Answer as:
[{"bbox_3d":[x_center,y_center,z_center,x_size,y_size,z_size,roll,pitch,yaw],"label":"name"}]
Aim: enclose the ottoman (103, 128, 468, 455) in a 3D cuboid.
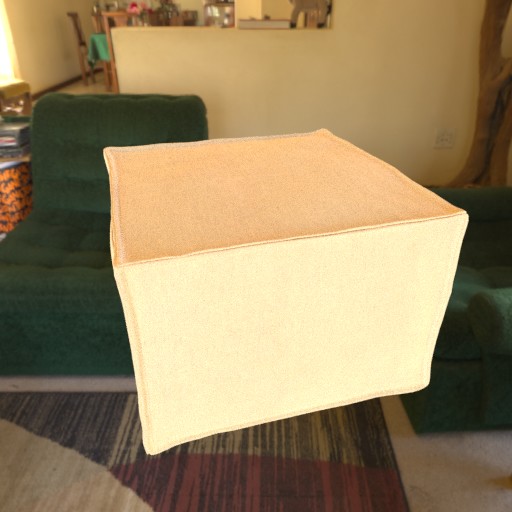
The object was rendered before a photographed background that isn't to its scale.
[{"bbox_3d":[0.000,0.000,1.140,0.696,0.470,0.707,-9,31,-15],"label":"ottoman"}]
